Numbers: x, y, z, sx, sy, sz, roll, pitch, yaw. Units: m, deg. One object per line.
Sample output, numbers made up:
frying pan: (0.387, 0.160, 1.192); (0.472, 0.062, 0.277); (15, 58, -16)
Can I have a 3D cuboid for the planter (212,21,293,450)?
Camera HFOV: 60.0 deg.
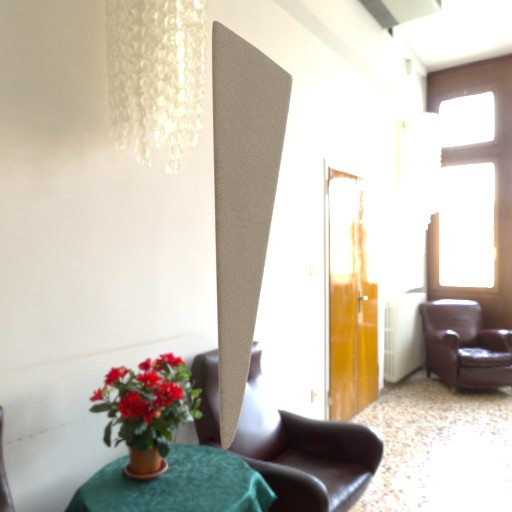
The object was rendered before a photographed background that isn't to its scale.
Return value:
planter: (0.000, 0.000, 0.387); (0.065, 0.338, 0.143); (0, 0, 1)
